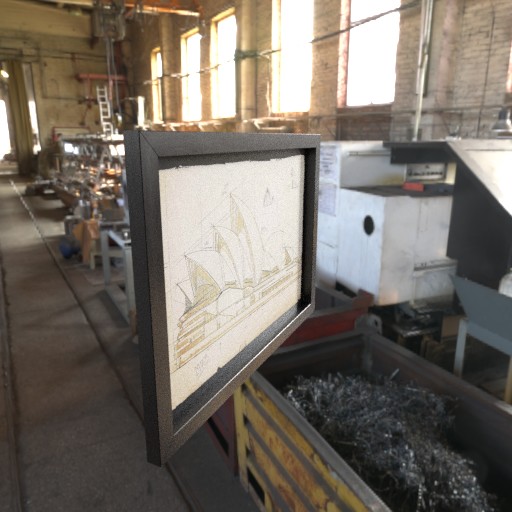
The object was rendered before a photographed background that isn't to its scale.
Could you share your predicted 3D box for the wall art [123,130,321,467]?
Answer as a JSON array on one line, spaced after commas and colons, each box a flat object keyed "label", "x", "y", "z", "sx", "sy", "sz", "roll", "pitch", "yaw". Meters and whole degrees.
[{"label": "wall art", "x": 0.000, "y": 0.000, "z": 0.856, "sx": 0.027, "sy": 0.458, "sz": 0.657, "roll": 7, "pitch": 17, "yaw": 25}]
